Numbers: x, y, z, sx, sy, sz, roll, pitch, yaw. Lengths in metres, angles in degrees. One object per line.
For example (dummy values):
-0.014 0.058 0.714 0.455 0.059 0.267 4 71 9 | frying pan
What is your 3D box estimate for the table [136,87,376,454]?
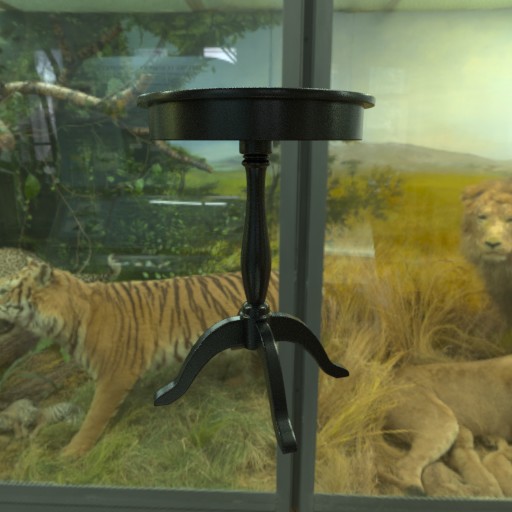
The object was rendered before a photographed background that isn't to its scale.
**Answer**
0.000 0.000 0.996 0.481 0.665 0.481 0 15 0 | table
